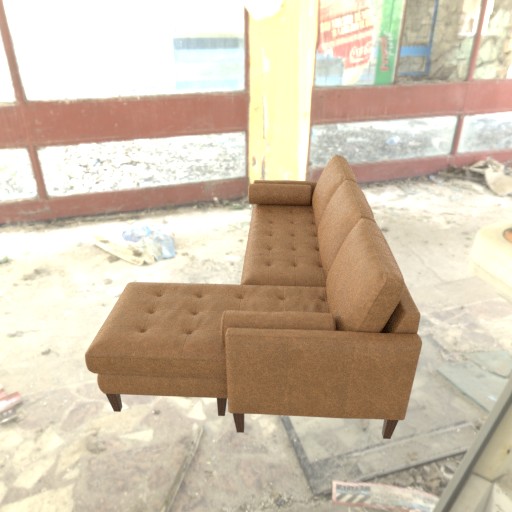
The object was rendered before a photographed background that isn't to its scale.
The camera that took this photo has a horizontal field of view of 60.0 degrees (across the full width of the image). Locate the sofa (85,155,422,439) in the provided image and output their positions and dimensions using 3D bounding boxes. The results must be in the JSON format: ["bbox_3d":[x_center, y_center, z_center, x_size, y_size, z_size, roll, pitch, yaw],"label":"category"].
[{"bbox_3d":[0.000,0.000,2.906,1.506,0.876,2.178,1,27,3],"label":"sofa"}]
